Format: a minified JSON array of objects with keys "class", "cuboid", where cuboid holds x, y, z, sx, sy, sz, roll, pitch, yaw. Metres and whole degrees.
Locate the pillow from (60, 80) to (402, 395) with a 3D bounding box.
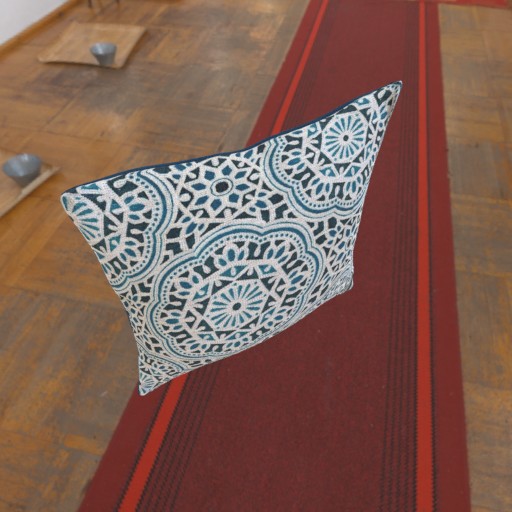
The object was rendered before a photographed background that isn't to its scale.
[{"class":"pillow","cuboid":[0.000,0.000,0.642,0.440,0.420,0.145,-24,51,-21]}]
